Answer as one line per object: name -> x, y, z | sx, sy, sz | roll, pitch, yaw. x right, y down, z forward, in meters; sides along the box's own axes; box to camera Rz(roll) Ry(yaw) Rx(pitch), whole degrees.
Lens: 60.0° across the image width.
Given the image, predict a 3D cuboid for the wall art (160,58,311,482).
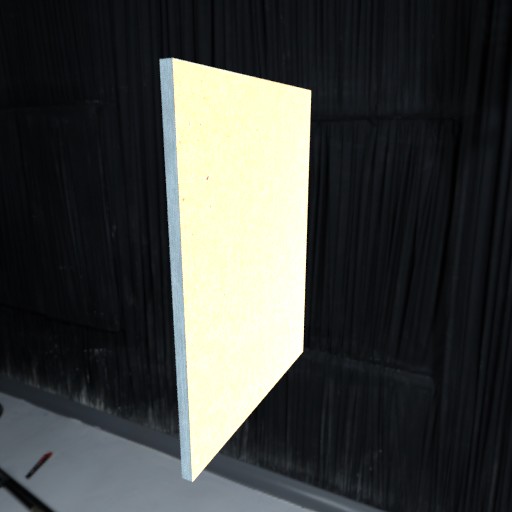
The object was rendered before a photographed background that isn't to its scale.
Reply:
wall art -> 0.000, 0.000, 0.823 | 0.020, 0.613, 0.481 | 8, 17, 26
